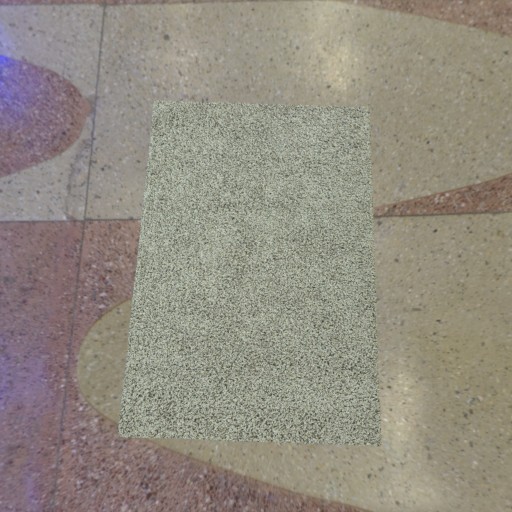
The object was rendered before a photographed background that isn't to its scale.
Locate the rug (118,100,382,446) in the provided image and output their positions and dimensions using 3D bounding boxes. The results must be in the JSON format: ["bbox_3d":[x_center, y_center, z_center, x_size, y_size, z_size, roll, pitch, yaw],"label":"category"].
[{"bbox_3d":[0.000,0.000,2.276,1.219,0.030,1.778,2,75,1],"label":"rug"}]
